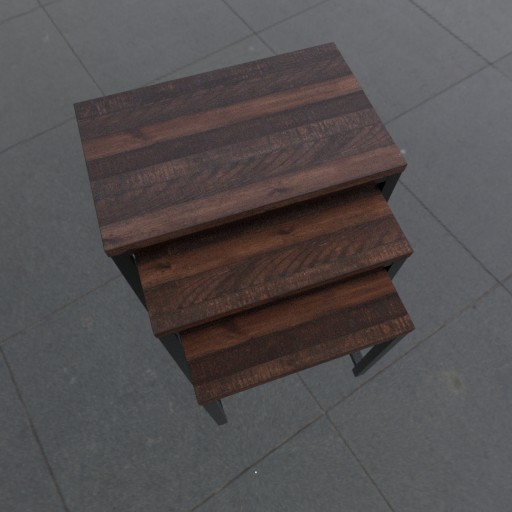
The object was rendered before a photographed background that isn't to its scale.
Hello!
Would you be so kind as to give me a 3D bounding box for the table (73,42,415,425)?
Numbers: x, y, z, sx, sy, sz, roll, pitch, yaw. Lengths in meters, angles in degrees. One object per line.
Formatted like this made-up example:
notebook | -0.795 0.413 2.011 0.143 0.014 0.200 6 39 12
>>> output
table | 0.000 0.000 1.136 0.608 0.616 0.660 -17 65 -8
